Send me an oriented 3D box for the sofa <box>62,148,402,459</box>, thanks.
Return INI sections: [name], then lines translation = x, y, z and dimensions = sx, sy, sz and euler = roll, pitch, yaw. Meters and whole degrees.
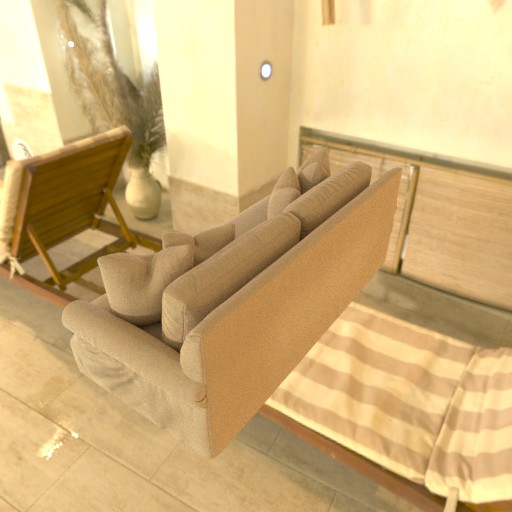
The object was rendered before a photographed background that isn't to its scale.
[sofa]
translation = 0.000, 0.000, 2.851
dimensions = 1.067, 0.904, 2.285
euler = 21, 38, 29
